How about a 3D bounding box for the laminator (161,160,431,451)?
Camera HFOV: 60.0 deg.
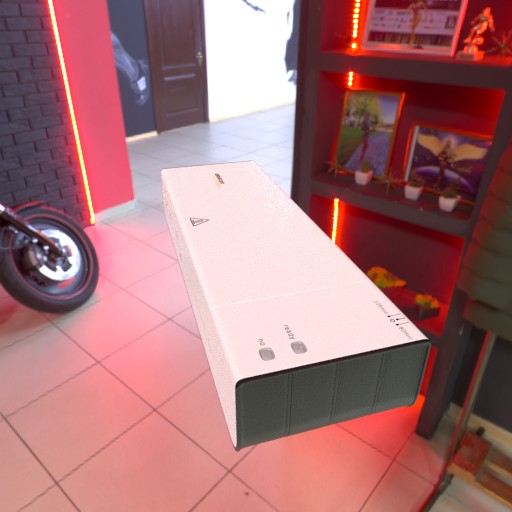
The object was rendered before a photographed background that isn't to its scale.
[{"bbox_3d":[0.000,0.000,0.387,0.123,0.062,0.340,-8,30,-15],"label":"laminator"}]
